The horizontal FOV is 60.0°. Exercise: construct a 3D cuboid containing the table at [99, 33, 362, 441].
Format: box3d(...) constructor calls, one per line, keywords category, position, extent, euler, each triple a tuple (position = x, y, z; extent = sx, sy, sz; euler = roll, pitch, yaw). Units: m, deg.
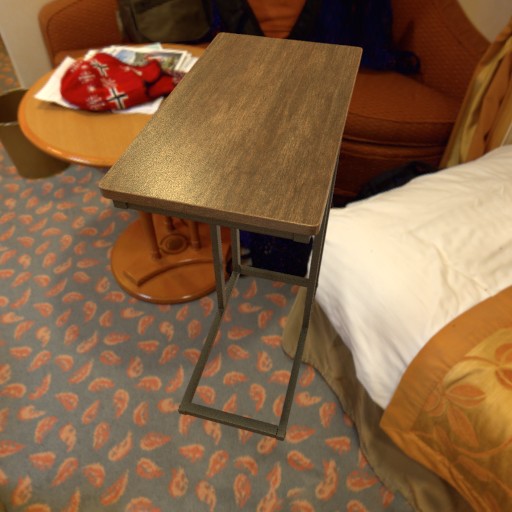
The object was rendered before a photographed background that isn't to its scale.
box3d(category="table", position=(0.000, 0.000, 0.858), extent=(0.254, 0.637, 0.450), euler=(11, 49, 10))
